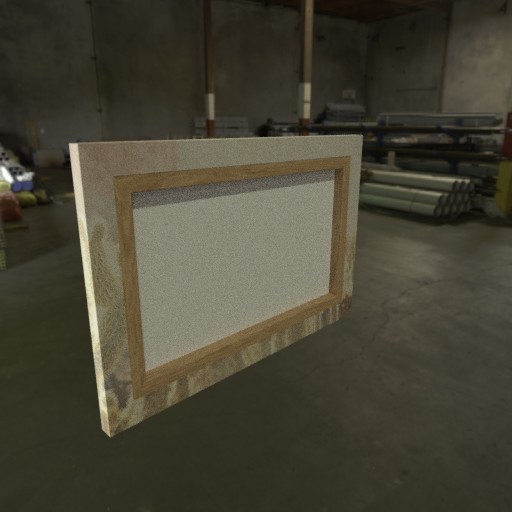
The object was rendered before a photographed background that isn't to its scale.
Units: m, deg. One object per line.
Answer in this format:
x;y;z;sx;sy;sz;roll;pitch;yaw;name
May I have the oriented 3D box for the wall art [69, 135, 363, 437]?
0.000;0.000;1.181;0.040;0.608;0.916;16;23;43;wall art
